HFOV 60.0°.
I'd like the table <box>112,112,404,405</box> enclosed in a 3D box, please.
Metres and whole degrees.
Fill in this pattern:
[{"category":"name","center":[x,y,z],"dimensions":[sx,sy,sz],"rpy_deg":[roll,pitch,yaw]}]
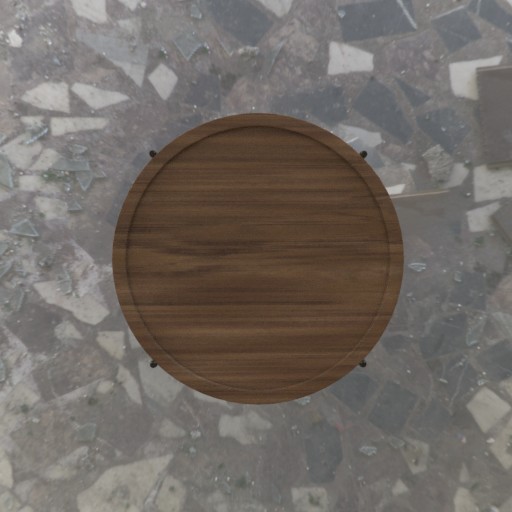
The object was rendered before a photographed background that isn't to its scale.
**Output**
[{"category":"table","center":[0.000,0.000,0.896],"dimensions":[0.400,0.623,0.400],"rpy_deg":[0,91,-1]}]
